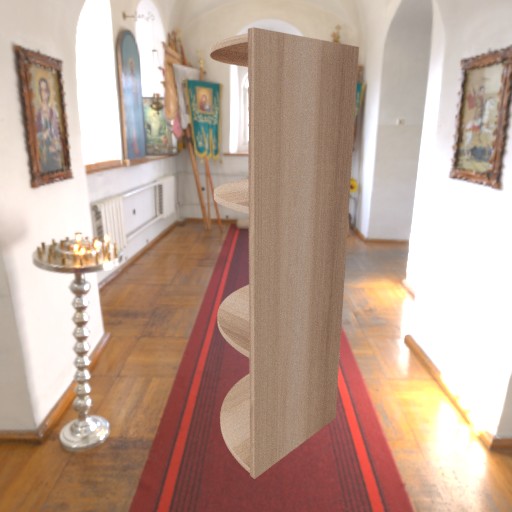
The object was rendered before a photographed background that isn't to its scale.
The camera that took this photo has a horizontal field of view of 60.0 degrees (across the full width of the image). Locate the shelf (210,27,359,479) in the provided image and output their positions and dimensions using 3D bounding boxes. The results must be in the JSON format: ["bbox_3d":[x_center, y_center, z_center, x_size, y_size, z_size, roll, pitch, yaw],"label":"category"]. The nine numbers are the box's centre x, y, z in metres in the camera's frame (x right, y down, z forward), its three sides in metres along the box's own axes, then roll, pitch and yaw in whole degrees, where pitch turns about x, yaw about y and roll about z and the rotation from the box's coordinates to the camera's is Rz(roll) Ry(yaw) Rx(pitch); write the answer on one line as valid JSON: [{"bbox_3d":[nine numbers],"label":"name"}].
[{"bbox_3d":[0.000,0.000,1.013,0.290,0.872,0.290,-16,24,-42],"label":"shelf"}]
